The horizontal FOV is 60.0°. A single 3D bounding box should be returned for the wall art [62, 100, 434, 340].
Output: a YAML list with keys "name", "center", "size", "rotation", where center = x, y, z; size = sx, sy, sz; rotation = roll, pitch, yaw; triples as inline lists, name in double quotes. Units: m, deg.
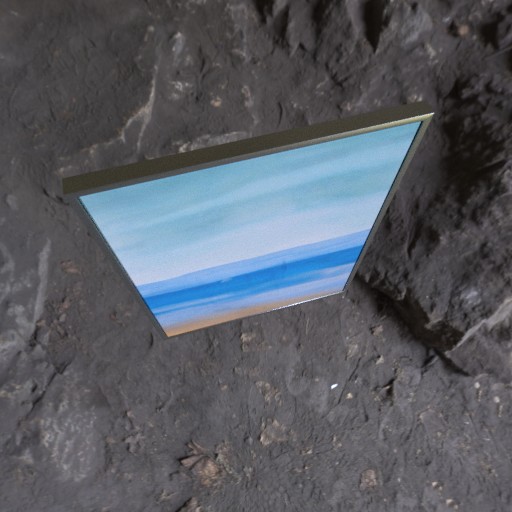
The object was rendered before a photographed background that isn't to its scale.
- name: "wall art"
  center: [0.000, 0.000, 1.410]
  size: [0.803, 1.062, 0.041]
  rotation: [-14, 64, -7]
